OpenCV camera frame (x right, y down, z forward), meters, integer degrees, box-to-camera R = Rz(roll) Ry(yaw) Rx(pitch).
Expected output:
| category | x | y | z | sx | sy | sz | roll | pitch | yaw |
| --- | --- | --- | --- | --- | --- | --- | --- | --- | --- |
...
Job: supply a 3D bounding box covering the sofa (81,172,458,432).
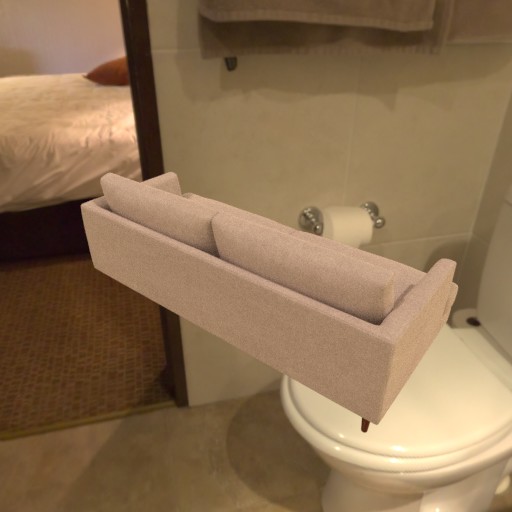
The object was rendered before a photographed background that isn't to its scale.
| category | x | y | z | sx | sy | sz | roll | pitch | yaw |
| --- | --- | --- | --- | --- | --- | --- | --- | --- | --- |
| sofa | 0.000 | 0.000 | 2.841 | 2.250 | 0.868 | 1.020 | 22 | 37 | 32 |
